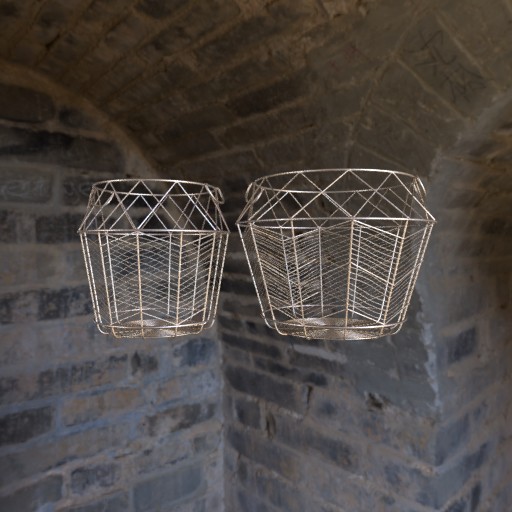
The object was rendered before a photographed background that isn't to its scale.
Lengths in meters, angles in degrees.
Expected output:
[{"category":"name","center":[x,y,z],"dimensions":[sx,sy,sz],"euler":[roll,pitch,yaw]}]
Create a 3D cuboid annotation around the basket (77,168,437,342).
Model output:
[{"category":"basket","center":[0.000,0.000,1.031],"dimensions":[0.805,0.343,0.451],"euler":[0,1,0]}]
